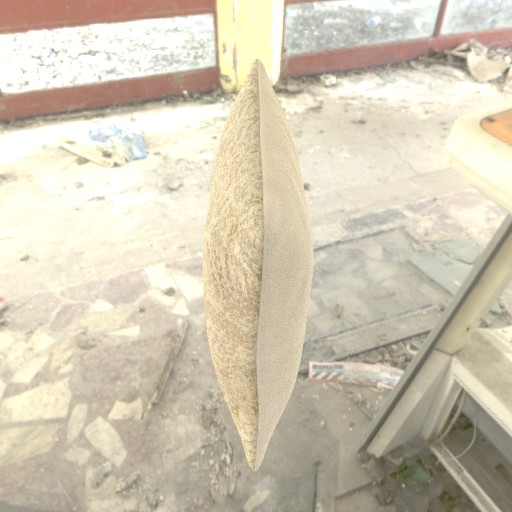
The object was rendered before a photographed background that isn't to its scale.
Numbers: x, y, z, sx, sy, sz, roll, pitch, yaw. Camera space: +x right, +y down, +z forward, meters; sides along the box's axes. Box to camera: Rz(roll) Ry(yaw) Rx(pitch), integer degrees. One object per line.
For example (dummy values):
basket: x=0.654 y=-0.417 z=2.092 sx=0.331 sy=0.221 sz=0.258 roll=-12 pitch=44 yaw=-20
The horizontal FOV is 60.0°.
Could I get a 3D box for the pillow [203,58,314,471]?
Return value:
pillow: x=0.000 y=0.000 z=0.771 sx=0.166 sy=0.510 sz=0.523 roll=0 pitch=41 yaw=0
